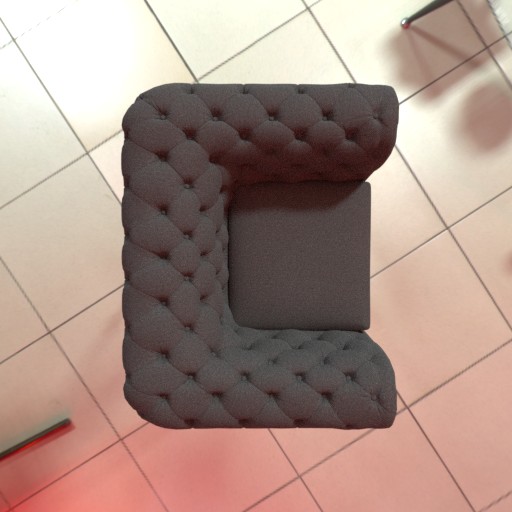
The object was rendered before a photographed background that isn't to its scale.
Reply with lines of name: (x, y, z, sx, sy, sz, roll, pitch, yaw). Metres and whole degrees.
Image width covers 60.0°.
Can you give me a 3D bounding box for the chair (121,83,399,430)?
chair: (0.000, 0.000, 1.881, 0.976, 0.770, 1.270, 0, 91, -1)
